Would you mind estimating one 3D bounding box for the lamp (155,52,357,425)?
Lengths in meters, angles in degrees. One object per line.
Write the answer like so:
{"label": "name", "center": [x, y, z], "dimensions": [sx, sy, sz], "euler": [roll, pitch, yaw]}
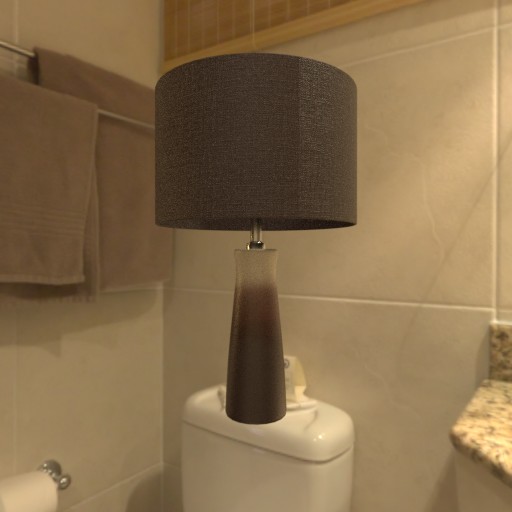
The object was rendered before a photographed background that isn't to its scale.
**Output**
{"label": "lamp", "center": [0.000, 0.000, 0.682], "dimensions": [0.303, 0.488, 0.303], "euler": [0, 0, 0]}
